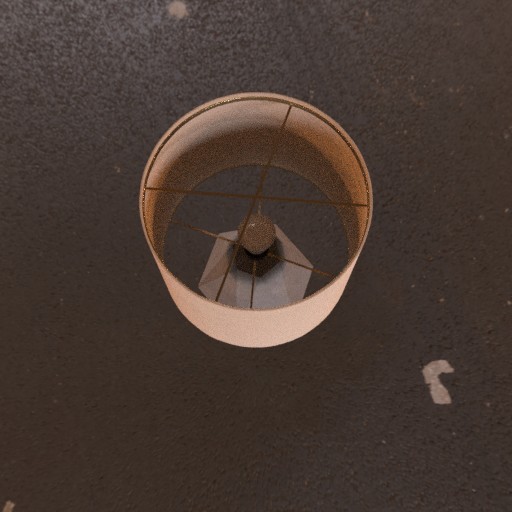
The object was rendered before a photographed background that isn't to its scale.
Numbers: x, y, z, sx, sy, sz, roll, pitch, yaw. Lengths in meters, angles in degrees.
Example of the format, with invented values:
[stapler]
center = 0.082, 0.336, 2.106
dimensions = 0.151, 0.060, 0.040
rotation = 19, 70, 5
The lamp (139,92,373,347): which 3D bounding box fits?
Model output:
[lamp]
center = 0.000, 0.000, 0.677
dimensions = 0.276, 0.501, 0.276
rotation = 0, 76, 0
